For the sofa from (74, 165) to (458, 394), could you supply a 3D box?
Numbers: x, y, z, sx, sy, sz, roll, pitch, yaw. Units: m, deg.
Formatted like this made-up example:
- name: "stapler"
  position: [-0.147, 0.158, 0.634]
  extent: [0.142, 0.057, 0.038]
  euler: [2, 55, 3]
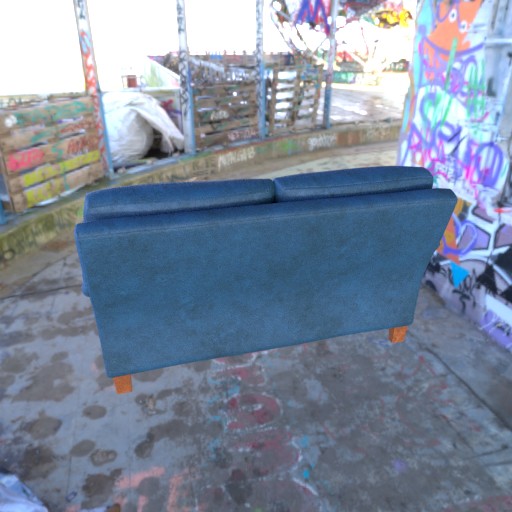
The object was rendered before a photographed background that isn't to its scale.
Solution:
- name: "sofa"
  position: [0.000, 0.000, 2.601]
  extent: [1.853, 1.101, 1.084]
  euler: [-7, 26, -14]
